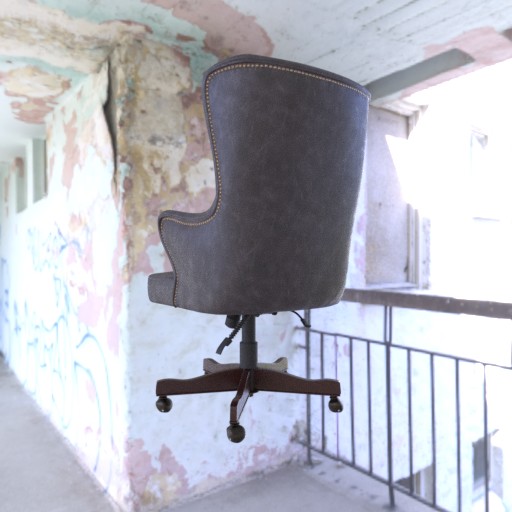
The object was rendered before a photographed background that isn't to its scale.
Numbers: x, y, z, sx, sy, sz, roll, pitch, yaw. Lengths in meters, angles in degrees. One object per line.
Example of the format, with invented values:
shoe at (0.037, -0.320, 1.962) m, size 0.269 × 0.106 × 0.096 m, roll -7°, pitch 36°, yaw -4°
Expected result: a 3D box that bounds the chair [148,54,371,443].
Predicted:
chair at (0.000, 0.000, 1.499) m, size 0.594 × 1.037 × 0.717 m, roll 0°, pitch 0°, yaw -35°
